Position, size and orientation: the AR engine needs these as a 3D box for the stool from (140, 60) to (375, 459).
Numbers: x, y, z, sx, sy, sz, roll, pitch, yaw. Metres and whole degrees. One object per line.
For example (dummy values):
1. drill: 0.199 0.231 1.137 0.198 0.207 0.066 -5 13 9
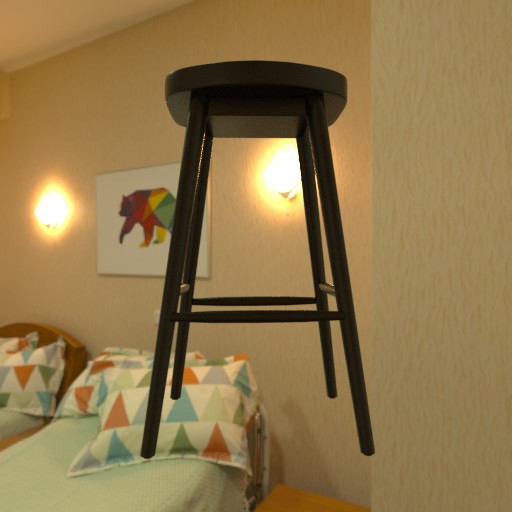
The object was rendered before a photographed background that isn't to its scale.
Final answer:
1. stool: 0.000 0.000 0.999 0.440 0.749 0.361 0 0 -2
